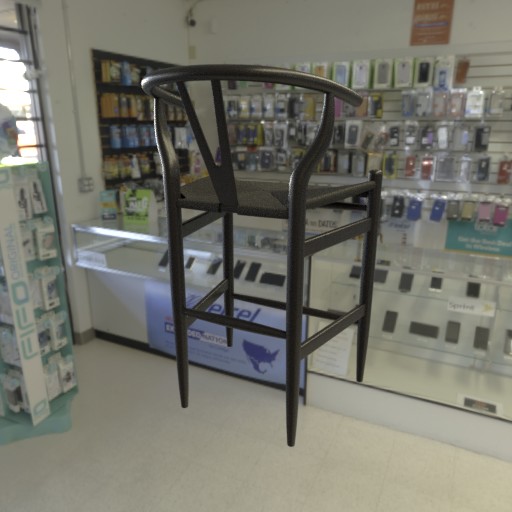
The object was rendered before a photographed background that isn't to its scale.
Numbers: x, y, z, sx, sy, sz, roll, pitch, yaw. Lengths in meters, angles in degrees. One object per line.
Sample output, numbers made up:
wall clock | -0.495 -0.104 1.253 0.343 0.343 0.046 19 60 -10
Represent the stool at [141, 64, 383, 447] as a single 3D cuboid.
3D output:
stool | 0.000 0.000 1.288 0.569 0.970 0.579 9 19 27
